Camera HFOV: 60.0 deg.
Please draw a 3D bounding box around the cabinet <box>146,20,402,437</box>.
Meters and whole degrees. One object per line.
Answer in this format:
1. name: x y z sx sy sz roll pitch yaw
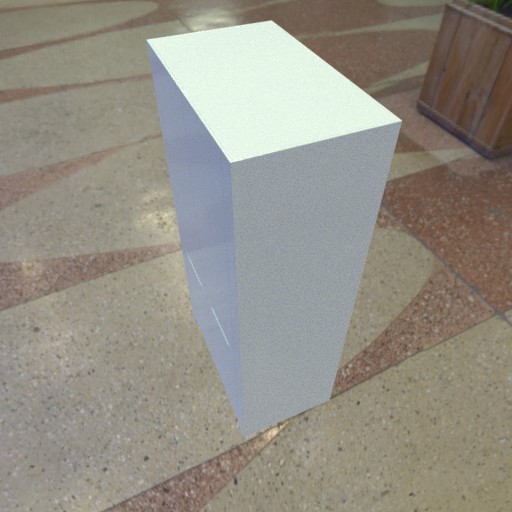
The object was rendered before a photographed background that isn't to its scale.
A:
1. cabinet: 0.000 0.000 2.317 0.580 1.920 0.980 -17 48 -16
